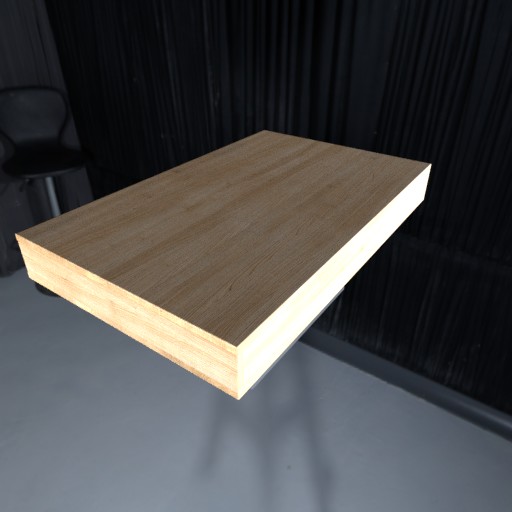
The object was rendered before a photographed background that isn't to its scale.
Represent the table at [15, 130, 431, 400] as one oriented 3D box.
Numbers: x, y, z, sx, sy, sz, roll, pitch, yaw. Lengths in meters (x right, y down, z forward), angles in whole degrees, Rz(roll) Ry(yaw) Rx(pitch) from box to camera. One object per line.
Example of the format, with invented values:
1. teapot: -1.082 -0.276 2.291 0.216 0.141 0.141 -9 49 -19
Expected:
1. table: 0.000 0.000 1.434 0.700 0.440 1.100 21 37 29
